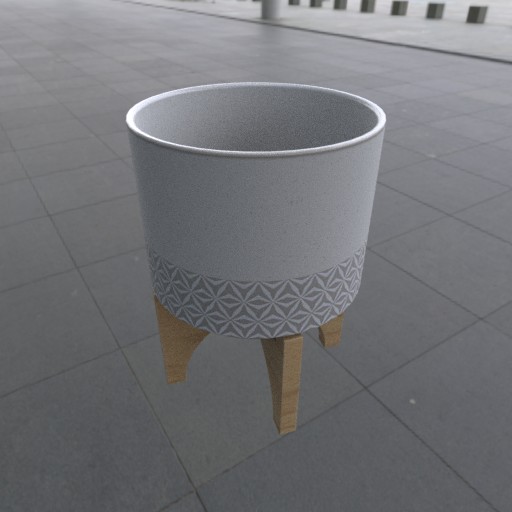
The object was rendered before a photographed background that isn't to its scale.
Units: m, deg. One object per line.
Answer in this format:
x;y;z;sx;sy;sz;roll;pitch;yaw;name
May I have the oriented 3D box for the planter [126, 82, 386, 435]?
0.000;0.000;0.528;0.249;0.343;0.249;0;33;0;planter
